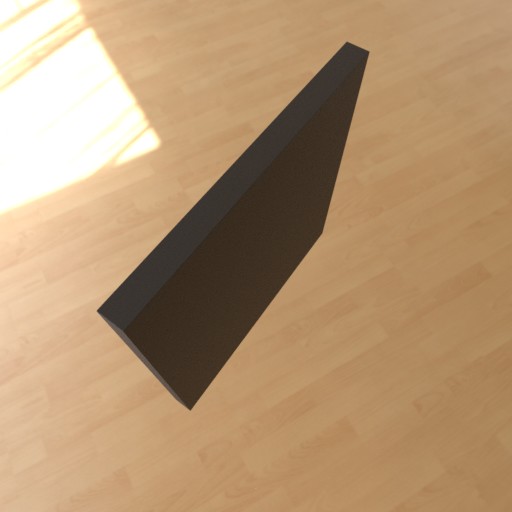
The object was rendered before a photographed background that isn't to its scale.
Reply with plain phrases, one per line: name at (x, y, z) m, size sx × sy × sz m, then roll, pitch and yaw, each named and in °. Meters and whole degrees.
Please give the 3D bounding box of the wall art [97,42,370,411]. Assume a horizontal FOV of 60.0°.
wall art at (0.000, 0.000, 0.764) m, size 0.038 × 0.507 × 0.507 m, roll 32°, pitch 67°, yaw 16°
